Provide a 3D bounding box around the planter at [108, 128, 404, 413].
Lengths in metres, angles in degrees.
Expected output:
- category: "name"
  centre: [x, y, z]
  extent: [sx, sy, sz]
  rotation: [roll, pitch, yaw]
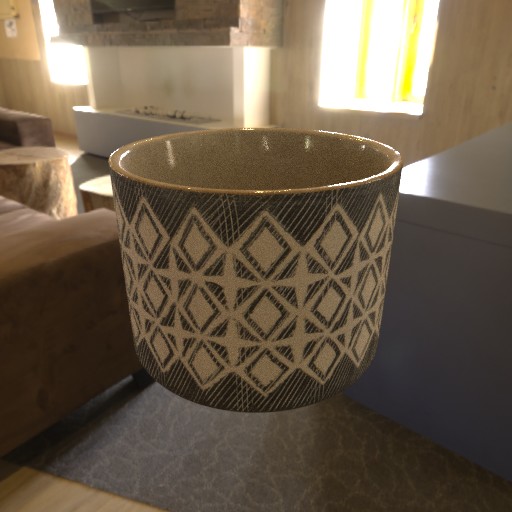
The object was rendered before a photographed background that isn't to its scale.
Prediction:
- category: "planter"
  centre: [0.000, 0.000, 0.220]
  extent: [0.126, 0.104, 0.126]
  rotation: [0, 25, 0]
